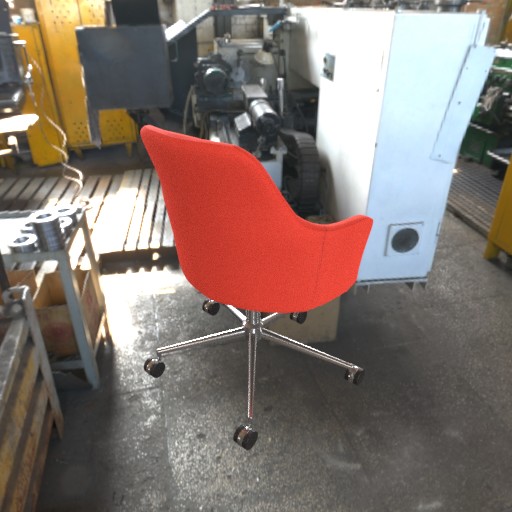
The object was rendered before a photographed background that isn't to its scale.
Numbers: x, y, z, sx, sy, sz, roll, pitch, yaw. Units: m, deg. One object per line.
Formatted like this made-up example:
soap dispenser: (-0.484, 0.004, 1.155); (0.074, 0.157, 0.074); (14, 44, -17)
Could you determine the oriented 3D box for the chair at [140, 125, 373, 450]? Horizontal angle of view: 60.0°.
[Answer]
chair: (0.000, 0.000, 1.310); (0.655, 0.820, 0.600); (22, 36, 33)
